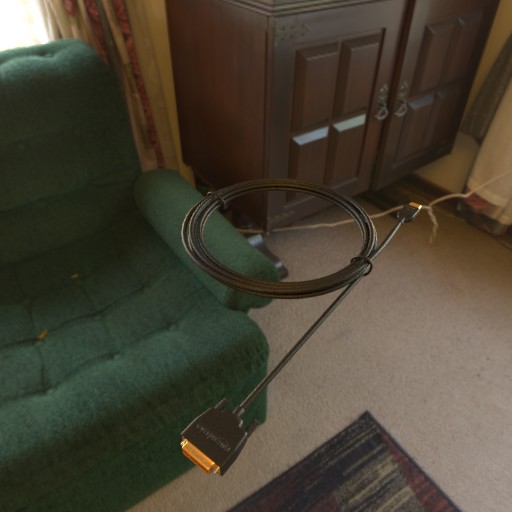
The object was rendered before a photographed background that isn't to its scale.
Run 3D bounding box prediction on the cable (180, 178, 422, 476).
[{"bbox_3d":[0.000,0.000,0.506,0.257,0.030,0.422,27,47,28],"label":"cable"}]
